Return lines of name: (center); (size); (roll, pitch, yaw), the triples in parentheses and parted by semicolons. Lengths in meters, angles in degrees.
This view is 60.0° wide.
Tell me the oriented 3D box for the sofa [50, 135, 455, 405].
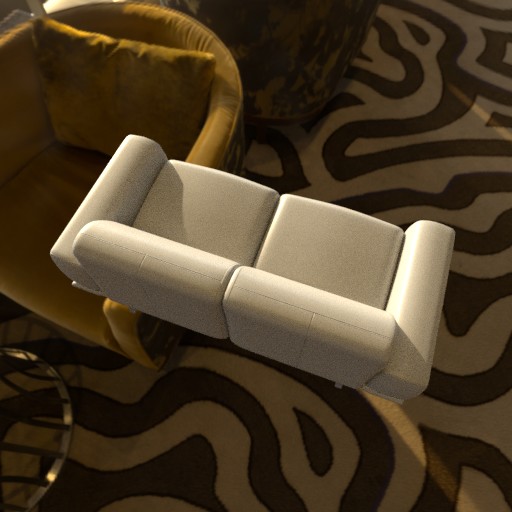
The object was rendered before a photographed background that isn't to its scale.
sofa: (0.000, 0.000, 2.374); (1.901, 0.772, 0.900); (18, 64, 9)
